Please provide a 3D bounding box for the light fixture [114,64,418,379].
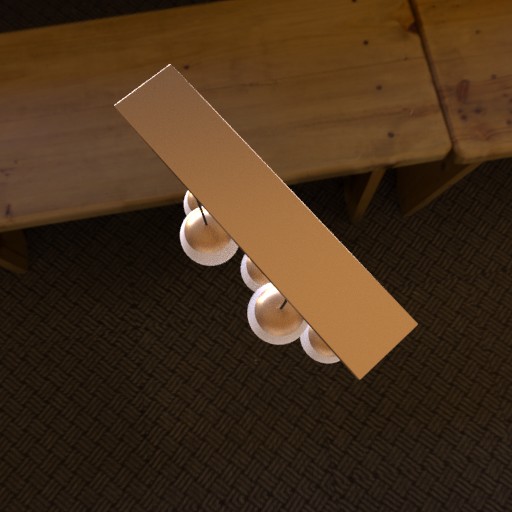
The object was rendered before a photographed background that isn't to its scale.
[{"bbox_3d":[0.000,0.000,1.329,0.299,0.869,0.863,-40,80,-9],"label":"light fixture"}]
